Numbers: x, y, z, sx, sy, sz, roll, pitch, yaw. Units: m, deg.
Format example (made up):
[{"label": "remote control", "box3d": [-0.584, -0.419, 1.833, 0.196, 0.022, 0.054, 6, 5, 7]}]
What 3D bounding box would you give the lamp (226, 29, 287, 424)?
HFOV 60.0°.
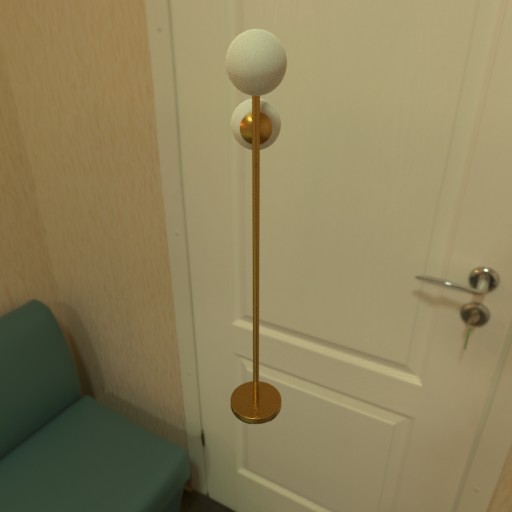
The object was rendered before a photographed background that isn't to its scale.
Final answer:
[{"label": "lamp", "box3d": [0.000, 0.000, 1.801, 0.249, 1.641, 0.419, 0, 27, 0]}]
